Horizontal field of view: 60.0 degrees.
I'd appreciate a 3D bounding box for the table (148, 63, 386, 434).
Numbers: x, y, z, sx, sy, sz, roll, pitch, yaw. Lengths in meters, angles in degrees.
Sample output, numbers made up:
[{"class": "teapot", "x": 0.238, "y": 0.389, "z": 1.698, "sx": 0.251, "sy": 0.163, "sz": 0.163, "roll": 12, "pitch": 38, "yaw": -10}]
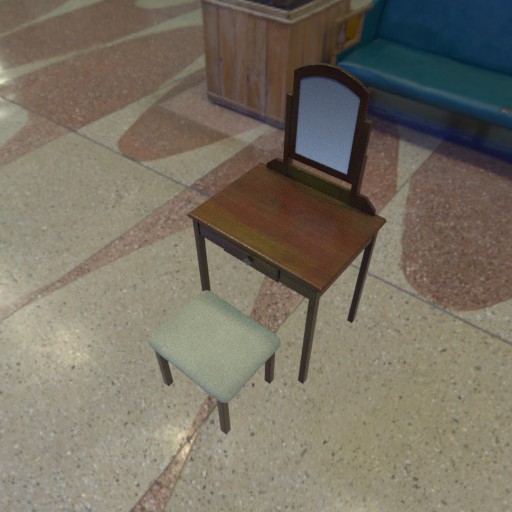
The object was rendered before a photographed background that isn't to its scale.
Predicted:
[{"class": "table", "x": 0.000, "y": 0.000, "z": 2.339, "sx": 0.876, "sy": 1.631, "sz": 1.211, "roll": 30, "pitch": 53, "yaw": 26}]
